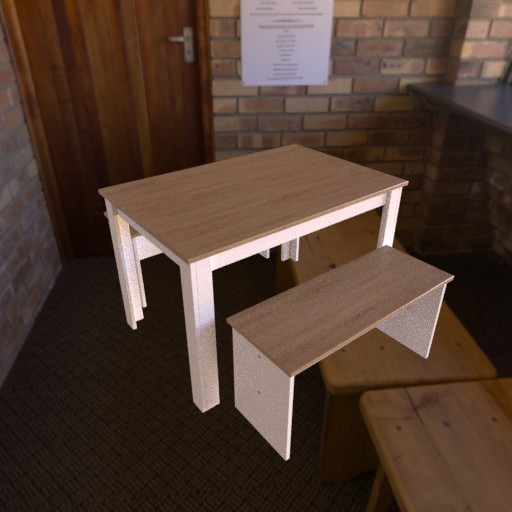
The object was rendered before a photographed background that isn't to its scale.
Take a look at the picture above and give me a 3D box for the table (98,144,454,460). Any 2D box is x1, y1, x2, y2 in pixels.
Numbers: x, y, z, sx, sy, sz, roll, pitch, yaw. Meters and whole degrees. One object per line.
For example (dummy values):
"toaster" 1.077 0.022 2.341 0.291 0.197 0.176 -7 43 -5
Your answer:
"table" 0.000 0.000 2.058 1.100 0.700 1.443 -21 36 -32
